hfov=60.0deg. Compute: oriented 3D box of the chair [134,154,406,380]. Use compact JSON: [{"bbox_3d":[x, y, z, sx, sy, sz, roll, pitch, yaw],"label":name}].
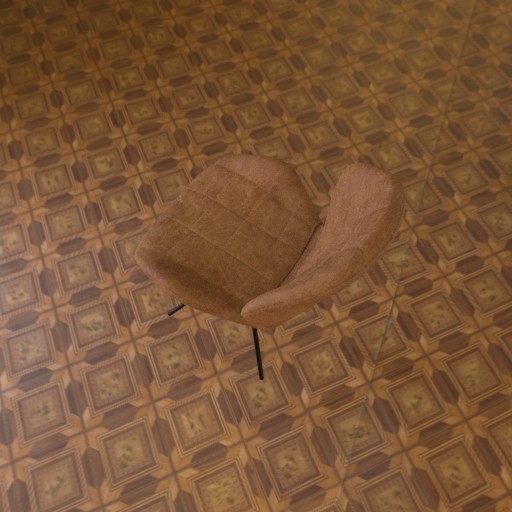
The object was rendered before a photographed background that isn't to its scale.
[{"bbox_3d":[0.000,0.000,1.333,0.640,0.929,0.527,32,68,14],"label":"chair"}]
